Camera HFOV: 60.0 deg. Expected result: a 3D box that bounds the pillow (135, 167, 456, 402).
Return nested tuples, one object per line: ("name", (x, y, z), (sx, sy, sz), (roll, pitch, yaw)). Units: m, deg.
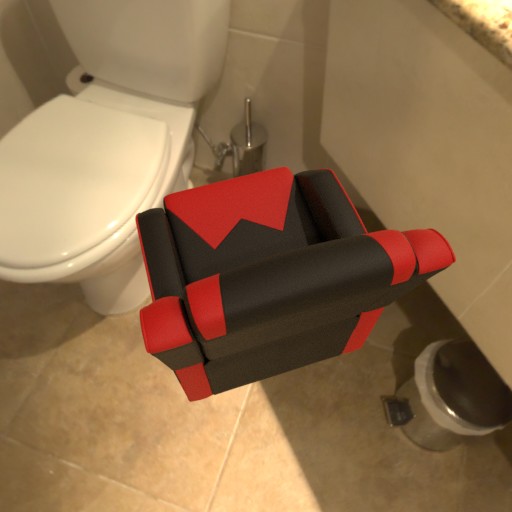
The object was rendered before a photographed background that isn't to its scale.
("pillow", (0.000, 0.000, 1.276), (0.620, 0.805, 0.672), (-15, 60, -9))
